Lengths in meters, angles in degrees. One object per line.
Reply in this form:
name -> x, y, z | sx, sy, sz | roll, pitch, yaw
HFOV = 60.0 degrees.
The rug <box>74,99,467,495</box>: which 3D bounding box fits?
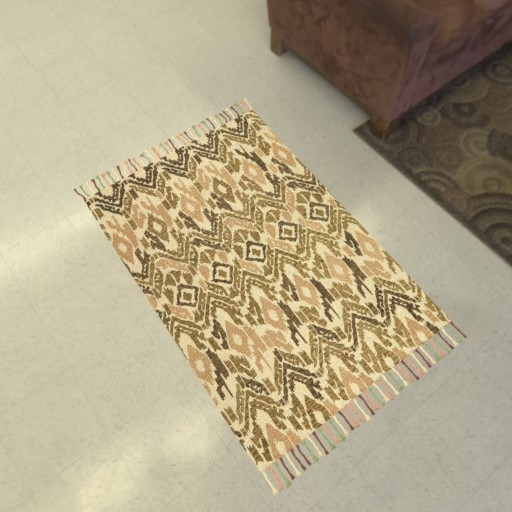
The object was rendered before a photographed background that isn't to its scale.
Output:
rug -> 0.000, 0.000, 2.970 | 1.524, 0.008, 2.438 | -33, 68, -15
